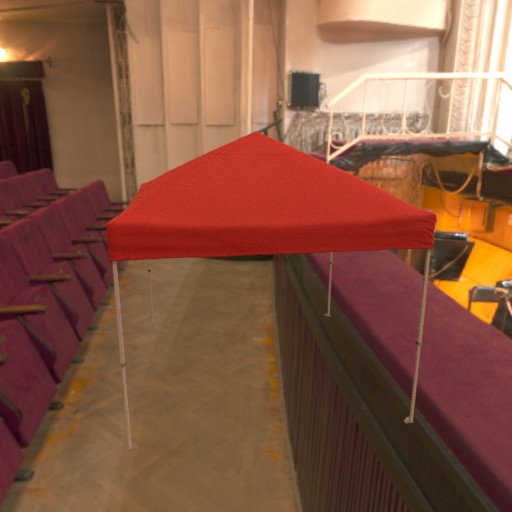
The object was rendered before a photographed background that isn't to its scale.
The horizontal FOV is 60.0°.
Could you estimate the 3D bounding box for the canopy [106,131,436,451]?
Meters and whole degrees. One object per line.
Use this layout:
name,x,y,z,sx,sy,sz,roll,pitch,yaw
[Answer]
canopy,0.000,0.000,5.529,2.996,2.997,2.998,-2,16,-8
